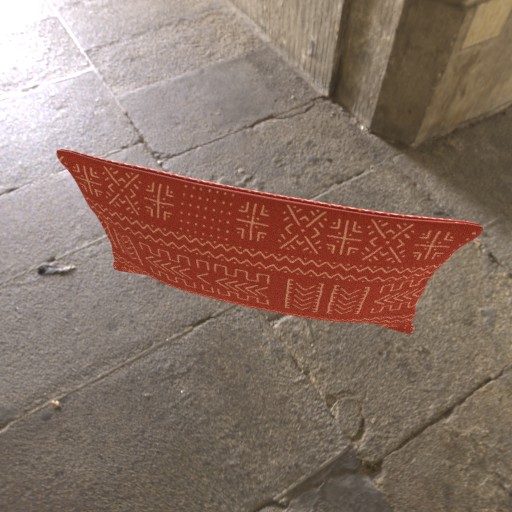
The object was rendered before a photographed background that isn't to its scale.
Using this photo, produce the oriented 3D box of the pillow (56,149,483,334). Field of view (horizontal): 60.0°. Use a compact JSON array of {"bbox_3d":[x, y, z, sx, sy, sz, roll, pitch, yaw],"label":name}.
[{"bbox_3d":[0.000,0.000,0.776,0.640,0.352,0.130,11,58,7],"label":"pillow"}]
